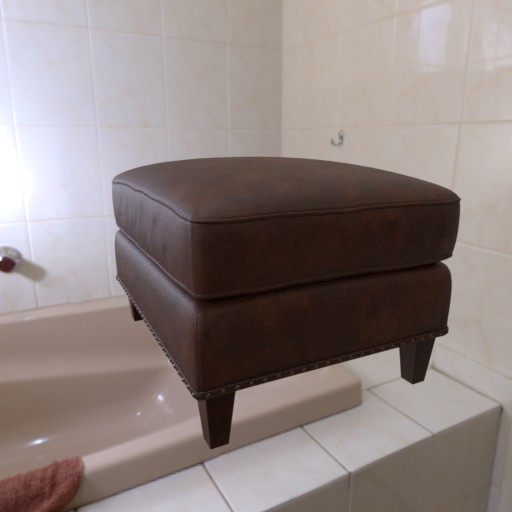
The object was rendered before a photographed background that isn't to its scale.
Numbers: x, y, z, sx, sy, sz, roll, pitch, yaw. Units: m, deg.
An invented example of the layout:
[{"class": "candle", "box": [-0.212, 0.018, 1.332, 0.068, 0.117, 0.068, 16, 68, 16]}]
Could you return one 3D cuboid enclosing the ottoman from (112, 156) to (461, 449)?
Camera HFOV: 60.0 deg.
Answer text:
[{"class": "ottoman", "box": [0.000, 0.000, 1.116, 0.586, 0.486, 0.742, -7, 16, -26]}]
